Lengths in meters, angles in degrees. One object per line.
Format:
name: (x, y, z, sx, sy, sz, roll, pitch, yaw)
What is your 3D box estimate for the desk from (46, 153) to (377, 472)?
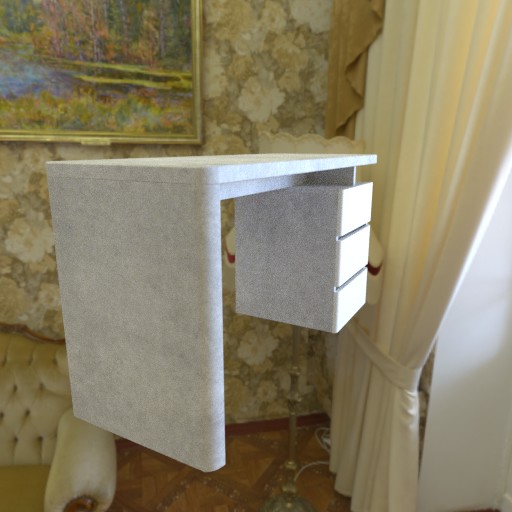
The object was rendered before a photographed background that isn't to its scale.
desk: (0.000, 0.000, 1.730, 0.550, 0.755, 1.400, 8, 16, 28)
